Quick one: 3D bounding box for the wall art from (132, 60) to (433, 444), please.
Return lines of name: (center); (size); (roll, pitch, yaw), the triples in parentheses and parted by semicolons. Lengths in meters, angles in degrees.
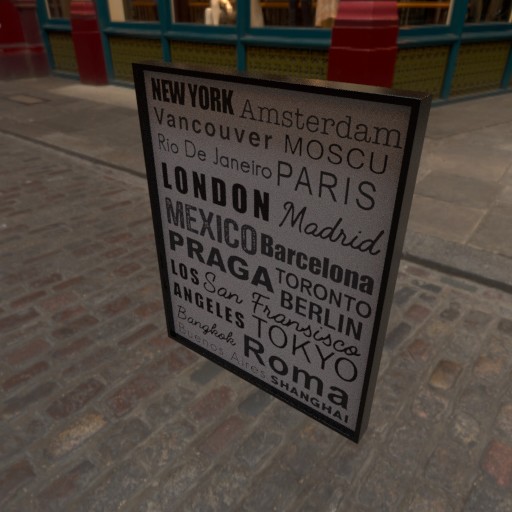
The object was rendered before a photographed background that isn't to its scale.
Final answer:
wall art: (0.000, 0.000, 0.721); (0.448, 0.551, 0.038); (21, 37, 31)
